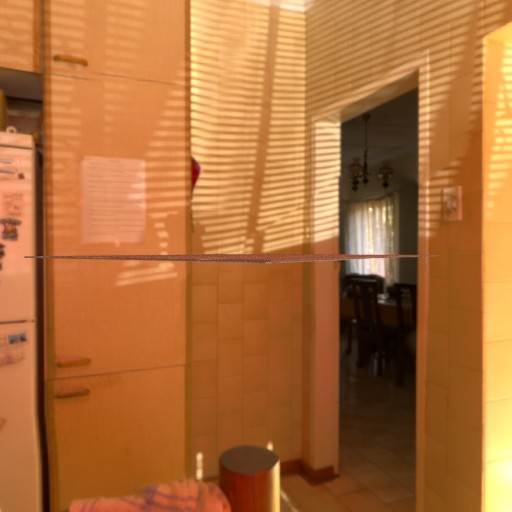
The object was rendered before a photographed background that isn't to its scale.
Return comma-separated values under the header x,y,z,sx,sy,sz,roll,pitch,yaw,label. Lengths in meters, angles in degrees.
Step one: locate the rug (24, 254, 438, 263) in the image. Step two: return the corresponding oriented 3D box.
x,y,z,sx,sy,sz,roll,pitch,yaw,label
0.000,0.000,4.108,2.456,0.021,3.068,1,1,37,rug
